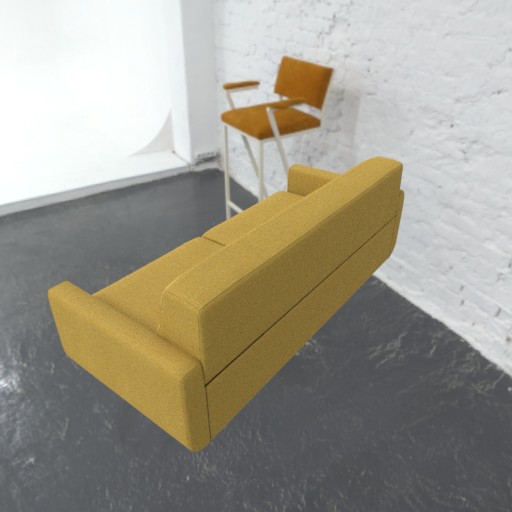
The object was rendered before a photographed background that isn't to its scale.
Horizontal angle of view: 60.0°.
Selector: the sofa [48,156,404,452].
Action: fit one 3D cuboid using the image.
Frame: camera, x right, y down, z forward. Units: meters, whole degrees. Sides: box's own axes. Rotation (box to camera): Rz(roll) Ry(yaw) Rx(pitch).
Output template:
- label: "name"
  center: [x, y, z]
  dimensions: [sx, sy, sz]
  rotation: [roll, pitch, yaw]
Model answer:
- label: "sofa"
  center: [0.000, 0.000, 2.519]
  dimensions: [0.909, 0.841, 2.029]
  rotation: [22, 38, 31]
